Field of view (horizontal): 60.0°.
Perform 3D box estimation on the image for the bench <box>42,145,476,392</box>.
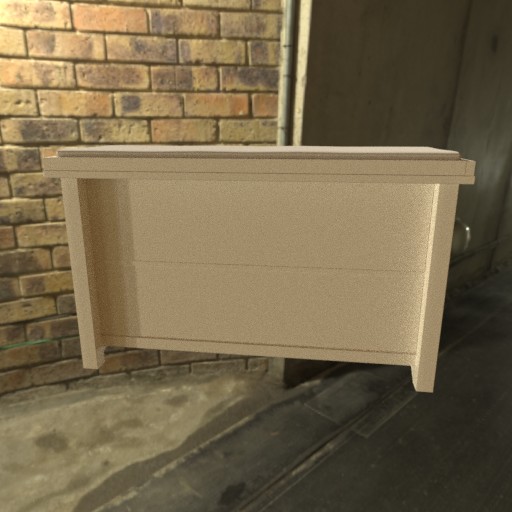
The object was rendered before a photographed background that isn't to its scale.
[{"bbox_3d":[0.000,0.000,1.236,0.987,0.589,0.346,2,16,7],"label":"bench"}]
